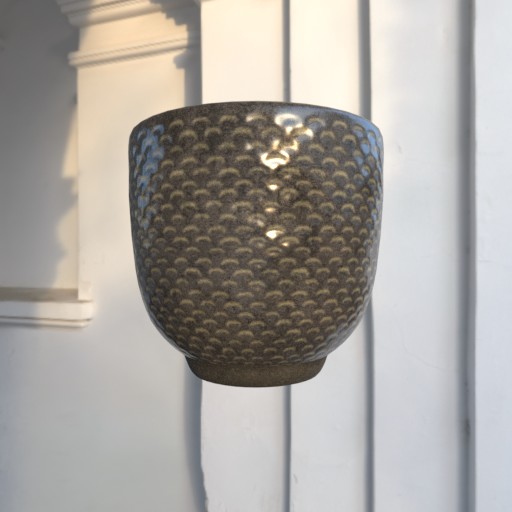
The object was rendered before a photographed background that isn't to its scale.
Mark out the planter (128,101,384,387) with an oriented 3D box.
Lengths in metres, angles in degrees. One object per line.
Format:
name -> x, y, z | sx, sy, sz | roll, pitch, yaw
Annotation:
planter -> 0.000, 0.000, 0.311 | 0.172, 0.160, 0.172 | 0, 0, 0
